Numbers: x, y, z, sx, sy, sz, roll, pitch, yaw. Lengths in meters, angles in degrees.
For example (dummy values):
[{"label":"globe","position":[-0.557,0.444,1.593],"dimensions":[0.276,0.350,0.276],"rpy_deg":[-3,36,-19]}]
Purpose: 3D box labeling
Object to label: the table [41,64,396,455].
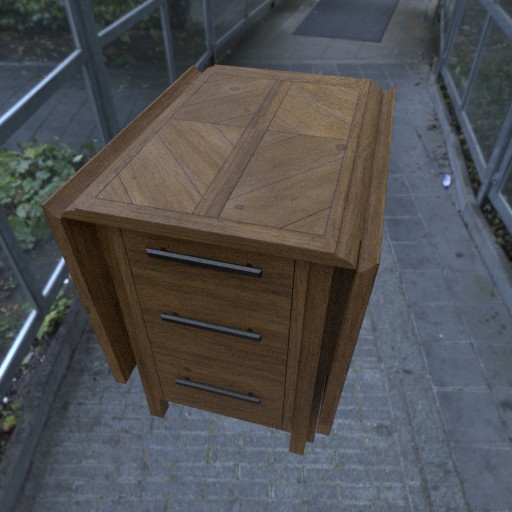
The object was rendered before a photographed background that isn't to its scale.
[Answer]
[{"label":"table","position":[0.000,0.000,1.247],"dimensions":[0.591,0.763,0.746],"rpy_deg":[10,43,11]}]
